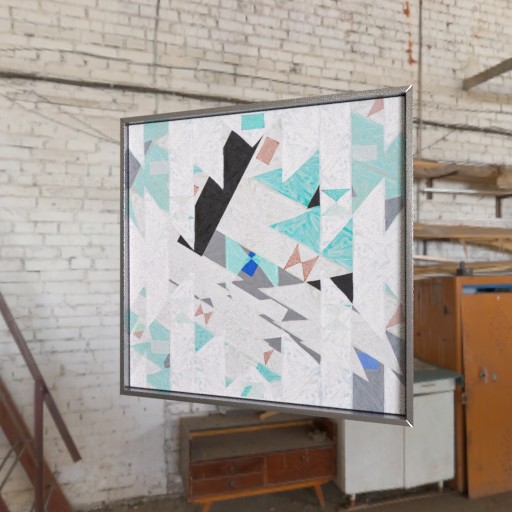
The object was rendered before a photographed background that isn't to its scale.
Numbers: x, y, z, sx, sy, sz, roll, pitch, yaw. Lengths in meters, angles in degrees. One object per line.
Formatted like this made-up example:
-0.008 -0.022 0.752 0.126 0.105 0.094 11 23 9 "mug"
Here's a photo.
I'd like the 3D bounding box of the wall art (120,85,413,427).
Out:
0.000 0.000 0.524 0.350 0.350 0.038 0 0 18 "wall art"
